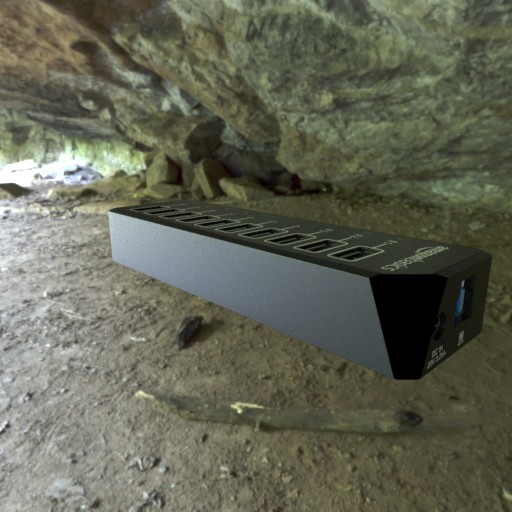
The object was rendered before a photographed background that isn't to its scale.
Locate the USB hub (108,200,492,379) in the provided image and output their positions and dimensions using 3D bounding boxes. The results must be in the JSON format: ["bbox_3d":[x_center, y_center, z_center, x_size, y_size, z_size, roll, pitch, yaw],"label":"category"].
[{"bbox_3d":[0.000,0.000,0.159,0.044,0.023,0.145,-14,20,-42],"label":"USB hub"}]
